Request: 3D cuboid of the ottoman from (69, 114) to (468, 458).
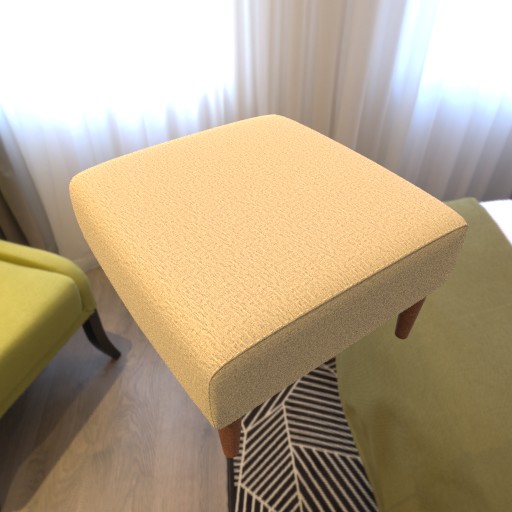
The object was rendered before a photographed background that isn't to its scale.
[{"bbox_3d":[0.000,0.000,1.056,0.649,0.398,0.650,-25,47,-26],"label":"ottoman"}]
